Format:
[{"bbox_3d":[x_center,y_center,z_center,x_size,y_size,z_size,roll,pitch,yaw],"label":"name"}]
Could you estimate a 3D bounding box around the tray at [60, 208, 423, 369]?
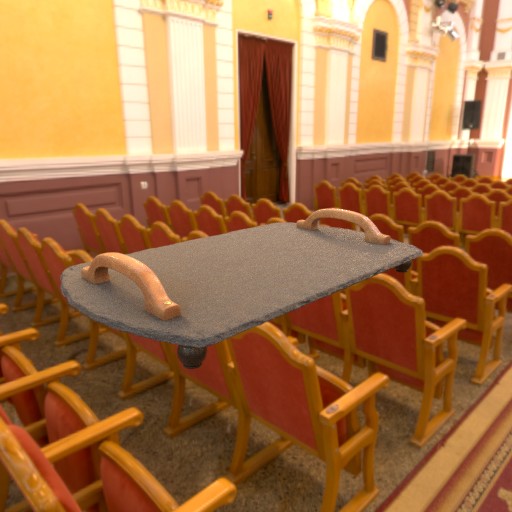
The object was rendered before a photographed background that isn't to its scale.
[{"bbox_3d":[0.000,0.000,0.476,0.387,0.062,0.231,-15,22,-43],"label":"tray"}]
